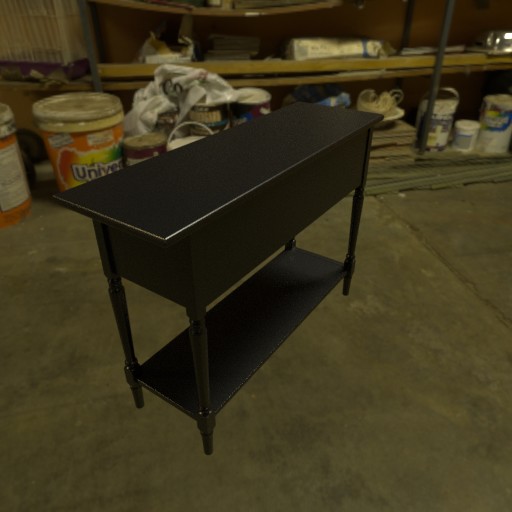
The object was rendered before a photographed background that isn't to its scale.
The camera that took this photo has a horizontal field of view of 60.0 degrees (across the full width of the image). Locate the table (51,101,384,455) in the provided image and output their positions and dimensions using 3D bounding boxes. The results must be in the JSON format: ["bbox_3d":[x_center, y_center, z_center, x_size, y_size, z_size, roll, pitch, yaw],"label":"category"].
[{"bbox_3d":[0.000,0.000,1.607,0.386,0.819,1.191,20,37,29],"label":"table"}]
